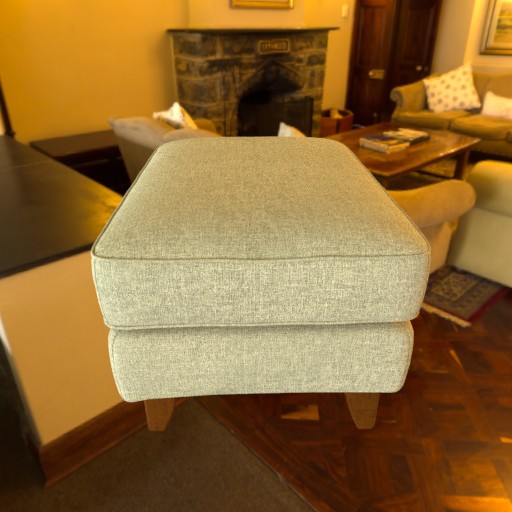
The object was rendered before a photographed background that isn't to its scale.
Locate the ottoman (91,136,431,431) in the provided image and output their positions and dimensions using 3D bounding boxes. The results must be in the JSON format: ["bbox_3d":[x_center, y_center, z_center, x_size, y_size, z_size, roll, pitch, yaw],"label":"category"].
[{"bbox_3d":[0.000,0.000,1.278,0.661,0.561,0.889,-1,28,-2],"label":"ottoman"}]
